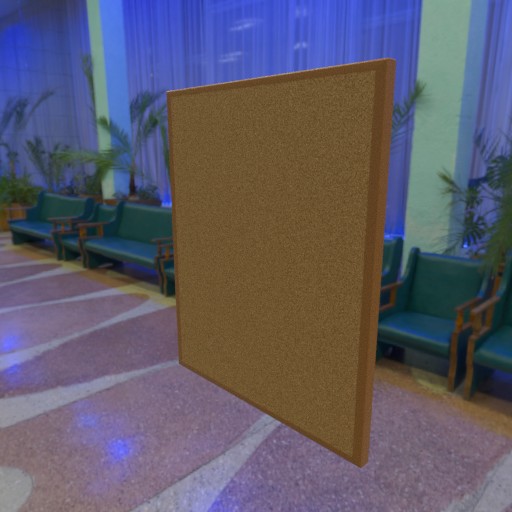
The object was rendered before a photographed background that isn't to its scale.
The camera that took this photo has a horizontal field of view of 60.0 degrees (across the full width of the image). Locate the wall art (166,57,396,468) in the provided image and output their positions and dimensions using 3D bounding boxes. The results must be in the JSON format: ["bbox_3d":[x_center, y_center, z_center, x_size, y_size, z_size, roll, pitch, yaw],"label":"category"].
[{"bbox_3d":[0.000,0.000,0.739,0.022,0.553,0.452,-13,19,-43],"label":"wall art"}]
